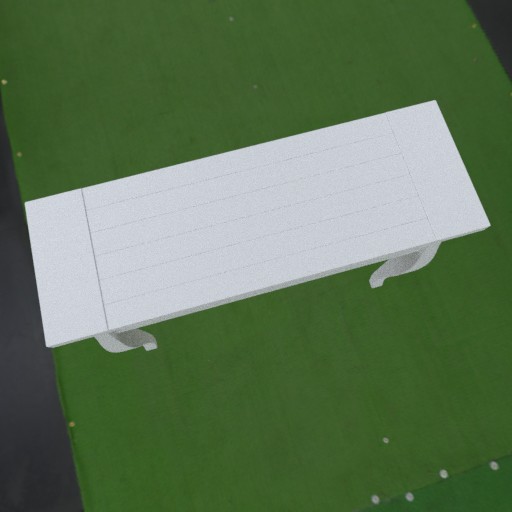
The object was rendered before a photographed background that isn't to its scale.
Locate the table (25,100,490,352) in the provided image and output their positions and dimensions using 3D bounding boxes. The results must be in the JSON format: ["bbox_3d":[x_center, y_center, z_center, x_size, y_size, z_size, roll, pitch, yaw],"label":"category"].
[{"bbox_3d":[0.000,0.000,1.434,1.062,0.768,0.373,-15,75,-4],"label":"table"}]
